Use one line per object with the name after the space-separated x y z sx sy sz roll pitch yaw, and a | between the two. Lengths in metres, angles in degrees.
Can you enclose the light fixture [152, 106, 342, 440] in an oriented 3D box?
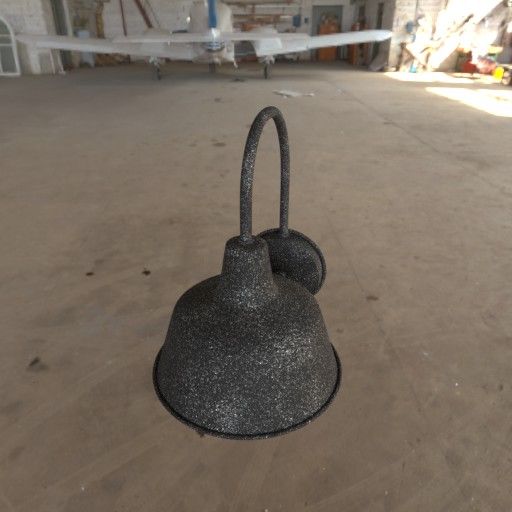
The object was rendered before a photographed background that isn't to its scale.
0.000 0.000 0.485 0.216 0.300 0.283 8 29 15 | light fixture
